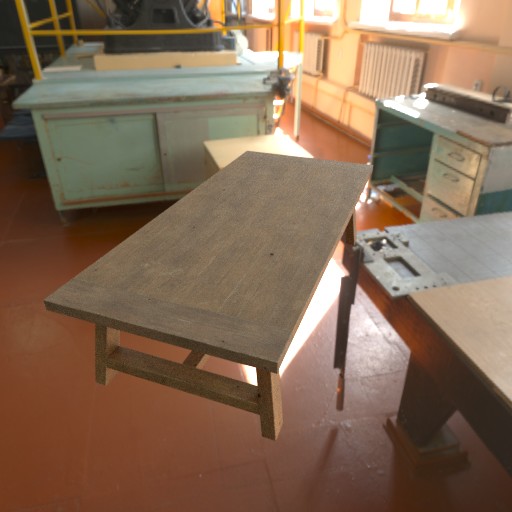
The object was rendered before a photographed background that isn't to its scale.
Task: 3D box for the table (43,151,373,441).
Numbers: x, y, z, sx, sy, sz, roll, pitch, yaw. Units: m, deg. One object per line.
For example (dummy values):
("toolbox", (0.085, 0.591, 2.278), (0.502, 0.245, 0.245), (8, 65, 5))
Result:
("table", (0.000, 0.000, 2.185), (0.820, 0.465, 1.800), (11, 32, 18))
